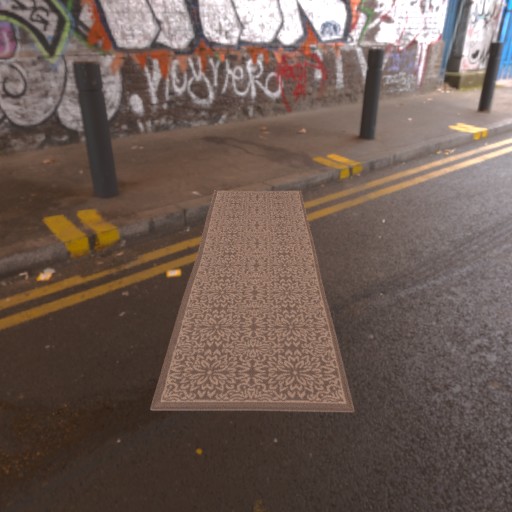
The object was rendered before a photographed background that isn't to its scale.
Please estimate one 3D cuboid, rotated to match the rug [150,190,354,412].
[{"bbox_3d":[0.000,0.000,2.408,0.662,0.011,2.196,0,27,1],"label":"rug"}]
